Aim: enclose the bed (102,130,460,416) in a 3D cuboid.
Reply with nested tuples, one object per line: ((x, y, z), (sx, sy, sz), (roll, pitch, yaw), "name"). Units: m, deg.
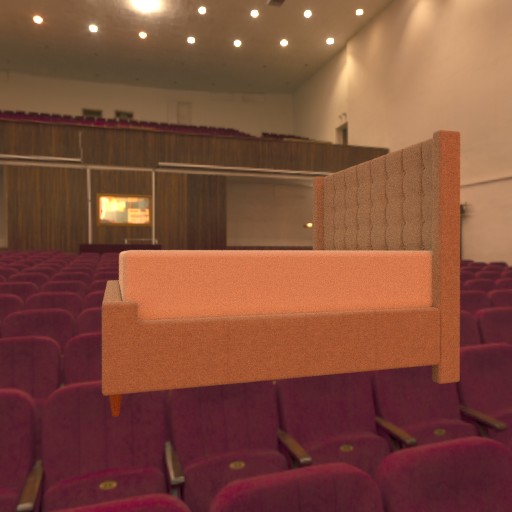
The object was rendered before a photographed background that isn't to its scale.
((0.000, 0.000, 3.677), (2.370, 1.743, 2.045), (0, 0, -18), "bed")
